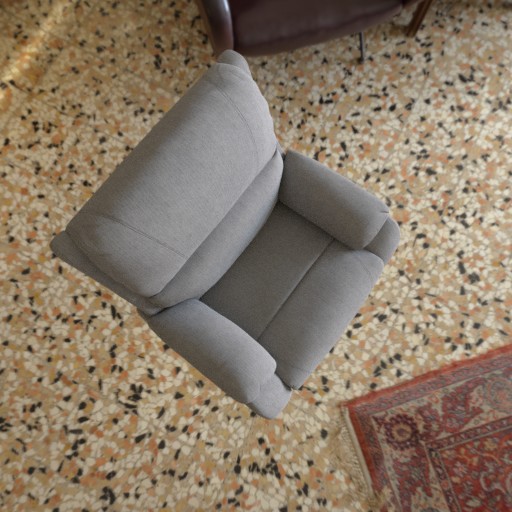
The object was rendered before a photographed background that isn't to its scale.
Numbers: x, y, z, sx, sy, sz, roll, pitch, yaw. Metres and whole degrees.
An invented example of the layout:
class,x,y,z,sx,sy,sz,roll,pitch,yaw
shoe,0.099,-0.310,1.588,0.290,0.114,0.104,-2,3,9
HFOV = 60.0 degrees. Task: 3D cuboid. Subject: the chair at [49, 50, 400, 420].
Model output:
class,x,y,z,sx,sy,sz,roll,pitch,yaw
chair,0.000,0.000,1.702,0.899,1.011,0.930,37,79,8
